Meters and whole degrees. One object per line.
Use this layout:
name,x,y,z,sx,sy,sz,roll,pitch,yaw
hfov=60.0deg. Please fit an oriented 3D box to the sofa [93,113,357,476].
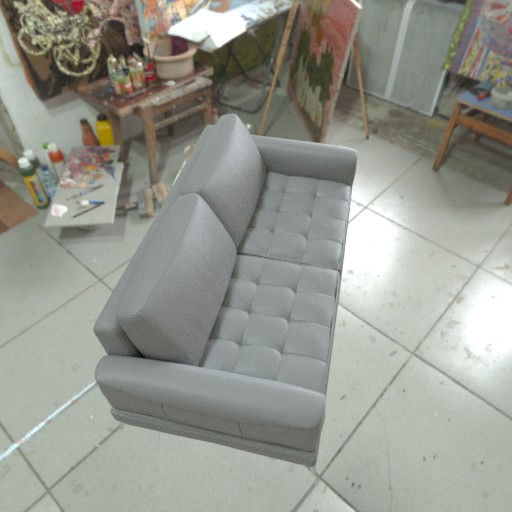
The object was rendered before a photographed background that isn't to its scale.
sofa,0.000,0.000,2.758,1.121,0.930,2.177,10,48,9
